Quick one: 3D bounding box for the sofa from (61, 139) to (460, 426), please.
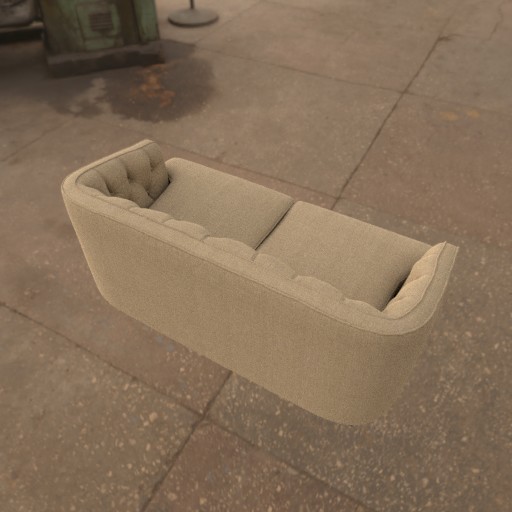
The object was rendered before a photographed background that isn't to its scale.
[{"bbox_3d":[0.000,0.000,2.210,1.733,0.855,0.941,23,50,20],"label":"sofa"}]
